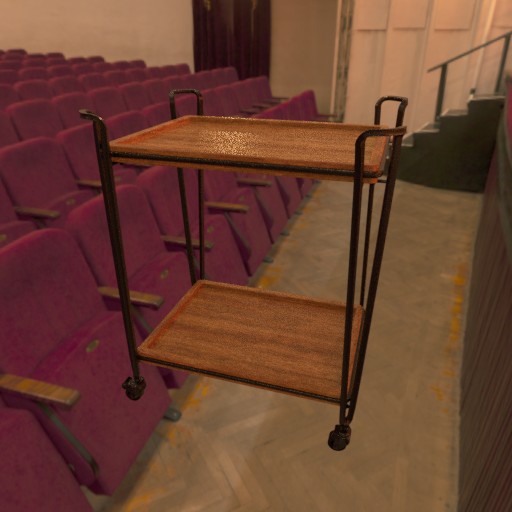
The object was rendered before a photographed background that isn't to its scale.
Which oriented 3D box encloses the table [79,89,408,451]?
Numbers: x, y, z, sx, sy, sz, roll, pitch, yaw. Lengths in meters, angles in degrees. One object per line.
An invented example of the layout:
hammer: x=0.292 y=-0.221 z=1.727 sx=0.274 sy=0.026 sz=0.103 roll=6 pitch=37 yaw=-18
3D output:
table: x=0.000 y=0.000 z=1.195 sx=0.672 sy=0.785 sz=0.505 roll=8 pitch=27 yaw=16
